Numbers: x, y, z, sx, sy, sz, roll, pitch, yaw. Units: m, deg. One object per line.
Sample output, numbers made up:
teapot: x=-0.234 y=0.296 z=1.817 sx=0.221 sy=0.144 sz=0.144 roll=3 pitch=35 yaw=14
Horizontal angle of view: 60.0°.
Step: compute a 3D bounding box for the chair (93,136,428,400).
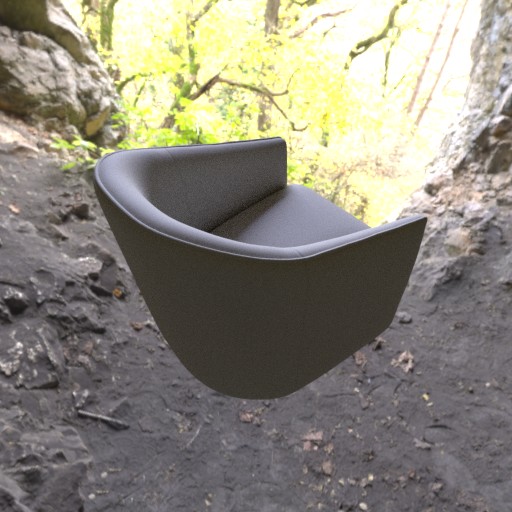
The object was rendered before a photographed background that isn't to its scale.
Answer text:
chair: x=0.000 y=0.000 z=1.489 sx=0.875 sy=0.799 sz=0.747 roll=-27 pitch=47 yaw=-28
